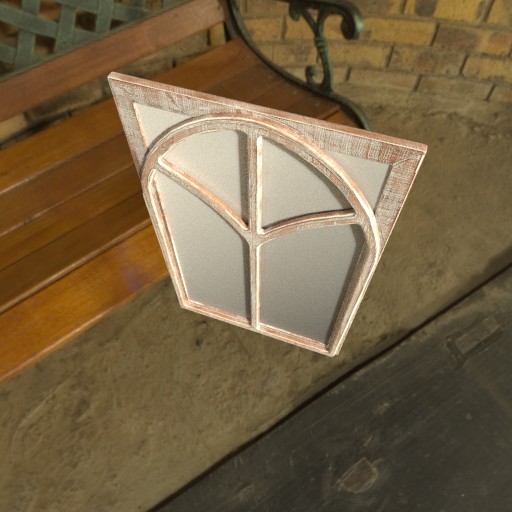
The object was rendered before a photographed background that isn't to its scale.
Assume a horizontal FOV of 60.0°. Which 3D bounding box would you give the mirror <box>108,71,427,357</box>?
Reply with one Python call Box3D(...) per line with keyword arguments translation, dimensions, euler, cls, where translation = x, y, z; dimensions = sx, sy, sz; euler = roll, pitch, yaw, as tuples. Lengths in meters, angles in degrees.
Box3D(translation=(0.000, 0.000, 0.981), dimensions=(0.495, 0.787, 0.058), euler=(17, 59, 10), cls="mirror")
